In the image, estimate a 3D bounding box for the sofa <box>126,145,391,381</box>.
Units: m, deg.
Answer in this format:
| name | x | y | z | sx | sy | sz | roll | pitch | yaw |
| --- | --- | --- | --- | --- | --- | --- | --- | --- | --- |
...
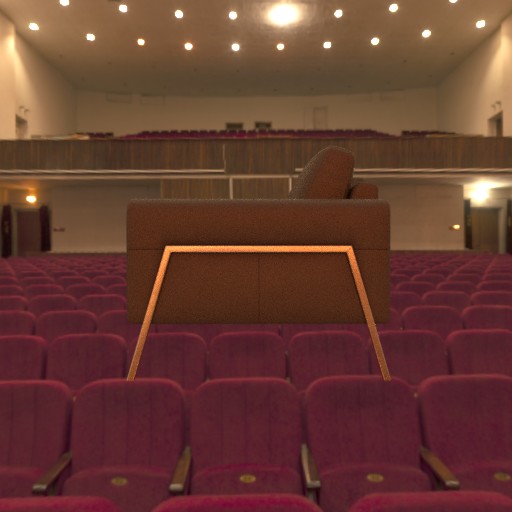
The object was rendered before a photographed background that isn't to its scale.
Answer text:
| name | x | y | z | sx | sy | sz | roll | pitch | yaw |
| --- | --- | --- | --- | --- | --- | --- | --- | --- | --- |
| sofa | 0.000 | 0.000 | 2.555 | 0.953 | 0.875 | 2.017 | 0 | 0 | 0 |
